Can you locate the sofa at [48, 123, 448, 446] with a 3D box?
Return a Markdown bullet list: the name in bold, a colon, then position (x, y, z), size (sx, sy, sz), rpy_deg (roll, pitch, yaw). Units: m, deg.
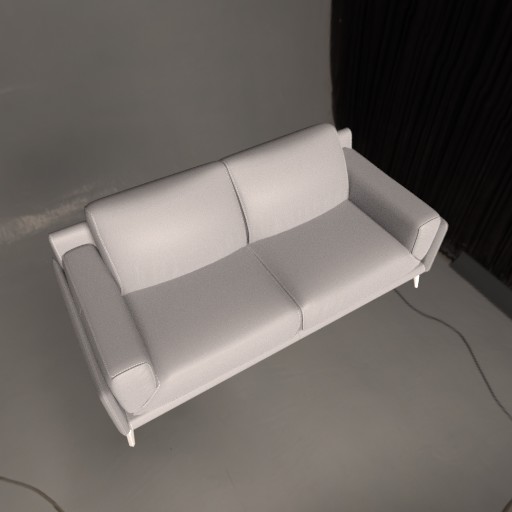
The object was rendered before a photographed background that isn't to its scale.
- **sofa**: position (0.000, 0.000, 2.579), size (2.100, 0.900, 0.969), rpy_deg (-24, 52, -21)
